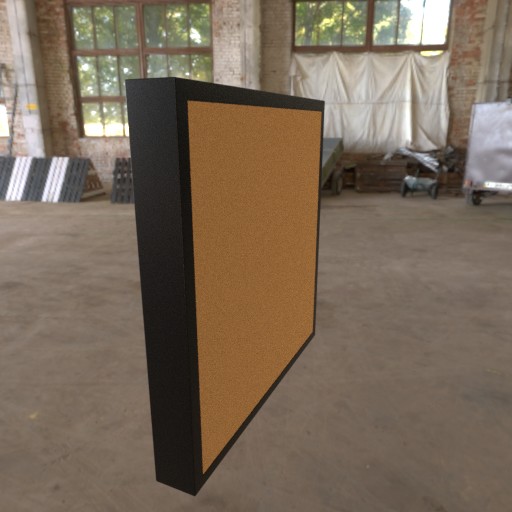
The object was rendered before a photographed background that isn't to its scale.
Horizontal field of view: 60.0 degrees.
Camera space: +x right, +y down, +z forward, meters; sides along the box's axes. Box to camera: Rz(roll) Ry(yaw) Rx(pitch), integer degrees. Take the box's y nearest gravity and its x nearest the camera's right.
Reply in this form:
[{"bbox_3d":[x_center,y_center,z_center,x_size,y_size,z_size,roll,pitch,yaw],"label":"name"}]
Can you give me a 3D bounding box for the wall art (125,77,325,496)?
[{"bbox_3d":[0.000,0.000,0.434,0.037,0.299,0.299,8,18,24],"label":"wall art"}]
